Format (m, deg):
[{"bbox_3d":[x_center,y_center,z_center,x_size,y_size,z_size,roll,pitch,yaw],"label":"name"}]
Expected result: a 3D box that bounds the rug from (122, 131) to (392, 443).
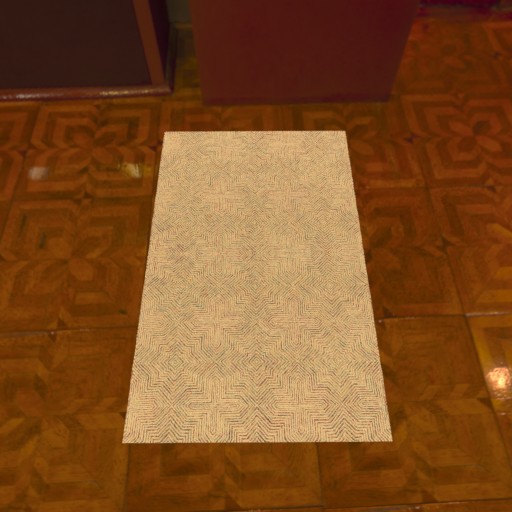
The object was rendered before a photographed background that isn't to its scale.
[{"bbox_3d":[0.000,0.000,3.104,1.519,0.007,2.428,0,59,0],"label":"rug"}]
